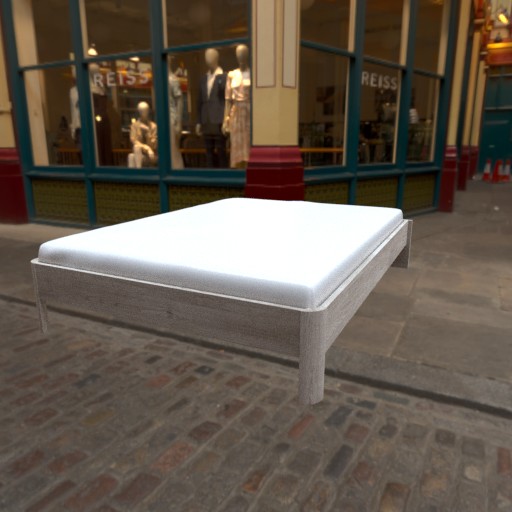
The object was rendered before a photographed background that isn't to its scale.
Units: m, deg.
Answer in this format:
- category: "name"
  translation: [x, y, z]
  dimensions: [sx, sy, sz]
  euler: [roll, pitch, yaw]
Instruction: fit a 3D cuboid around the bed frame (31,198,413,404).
- category: "bed frame"
  translation: [0.000, 0.000, 2.628]
  dimensions: [1.490, 0.462, 1.950]
  euler: [7, 16, 26]
